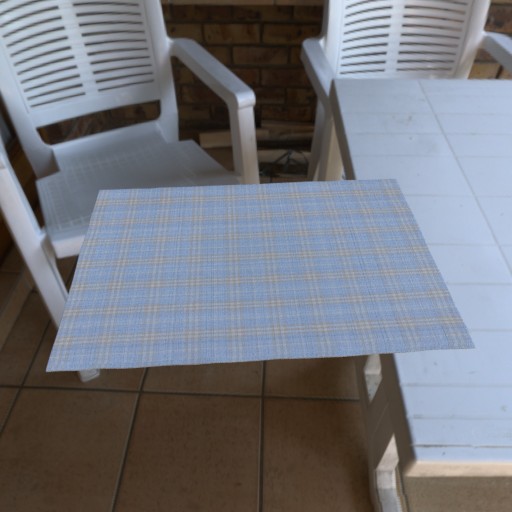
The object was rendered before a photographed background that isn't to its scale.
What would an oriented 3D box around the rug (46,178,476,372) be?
[{"bbox_3d":[0.000,0.000,2.299,1.835,0.012,1.231,-3,46,-3],"label":"rug"}]
